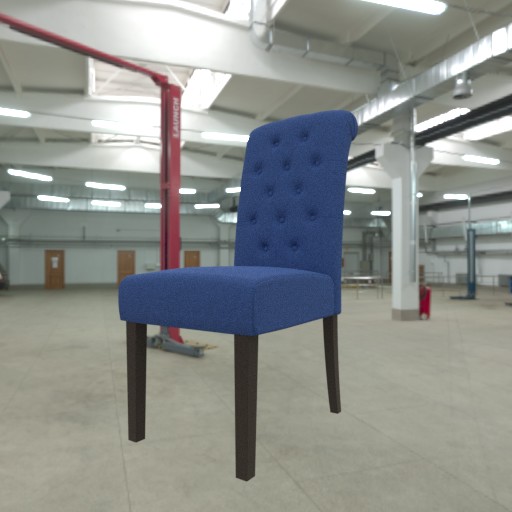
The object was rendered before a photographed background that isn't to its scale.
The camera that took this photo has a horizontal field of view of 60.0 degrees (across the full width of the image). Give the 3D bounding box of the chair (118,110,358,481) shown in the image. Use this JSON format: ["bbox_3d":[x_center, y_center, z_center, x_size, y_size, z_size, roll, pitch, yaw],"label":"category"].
[{"bbox_3d":[0.000,0.000,1.362,0.456,1.006,0.671,-1,-1,35],"label":"chair"}]
